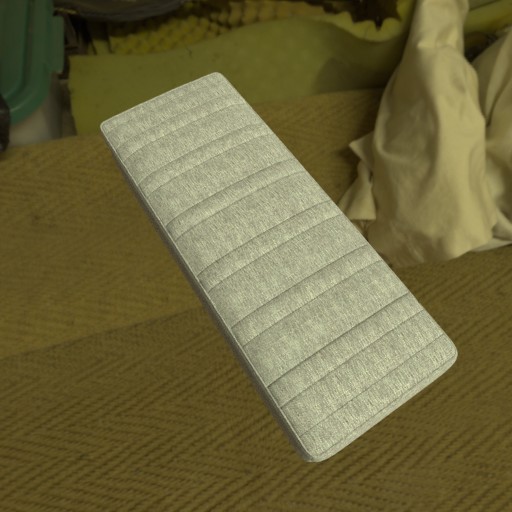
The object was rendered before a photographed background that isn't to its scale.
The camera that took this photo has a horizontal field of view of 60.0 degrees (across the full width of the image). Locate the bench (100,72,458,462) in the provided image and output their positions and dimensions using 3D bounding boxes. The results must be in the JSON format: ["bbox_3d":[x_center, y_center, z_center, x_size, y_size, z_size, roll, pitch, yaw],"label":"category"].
[{"bbox_3d":[0.000,0.000,1.320,0.429,0.470,1.100,-30,67,-14],"label":"bench"}]
